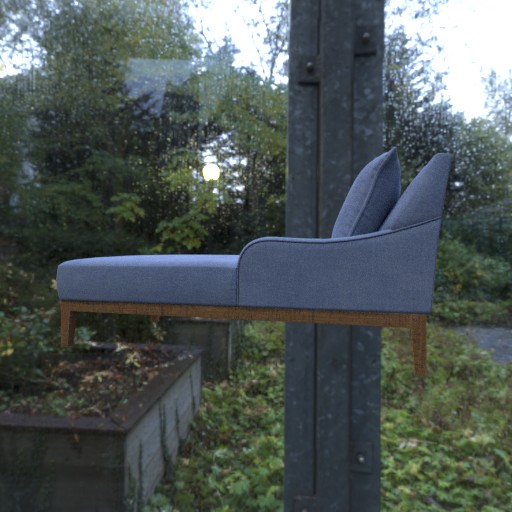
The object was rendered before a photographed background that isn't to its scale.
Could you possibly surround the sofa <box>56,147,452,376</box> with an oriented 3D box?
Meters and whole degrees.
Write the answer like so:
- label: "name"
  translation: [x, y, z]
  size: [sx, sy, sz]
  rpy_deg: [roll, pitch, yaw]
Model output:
- label: "sofa"
  translation: [0.000, 0.000, 2.295]
  size: [1.779, 0.883, 0.904]
  rpy_deg: [0, 0, 18]
